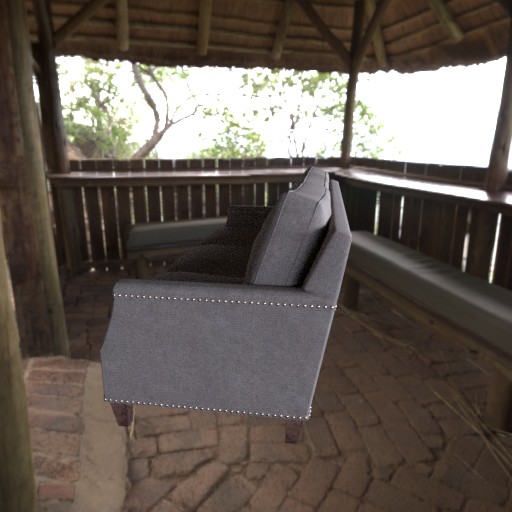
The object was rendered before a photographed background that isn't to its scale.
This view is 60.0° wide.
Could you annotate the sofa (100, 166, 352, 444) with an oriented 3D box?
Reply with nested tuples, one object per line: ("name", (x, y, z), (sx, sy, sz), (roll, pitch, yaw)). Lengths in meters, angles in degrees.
("sofa", (0.000, 0.000, 2.781), (1.034, 1.042, 2.226), (2, 15, 9))
